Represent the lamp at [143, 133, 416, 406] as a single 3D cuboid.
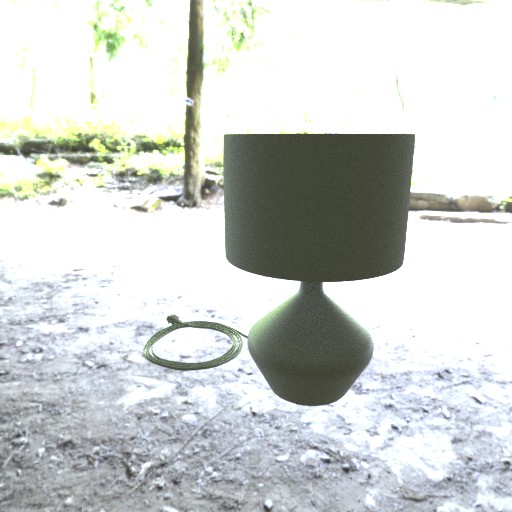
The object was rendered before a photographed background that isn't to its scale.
[{"bbox_3d":[0.000,0.000,0.862,0.401,0.457,0.546,-8,17,-27],"label":"lamp"}]
